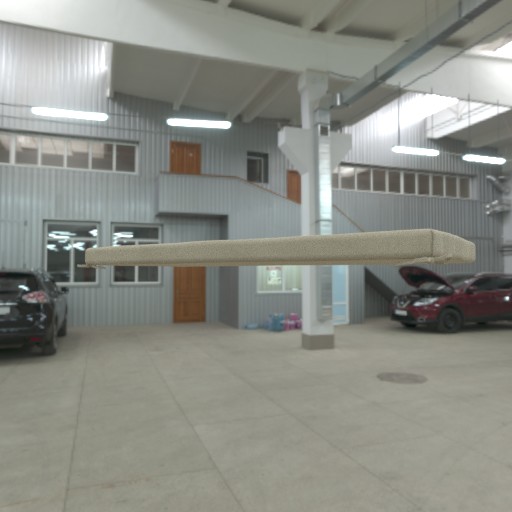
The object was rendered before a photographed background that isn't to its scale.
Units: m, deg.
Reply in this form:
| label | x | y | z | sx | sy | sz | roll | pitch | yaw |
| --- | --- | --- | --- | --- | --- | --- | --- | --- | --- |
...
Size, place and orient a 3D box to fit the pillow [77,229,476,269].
| label | x | y | z | sx | sy | sz | roll | pitch | yaw |
| --- | --- | --- | --- | --- | --- | --- | --- | --- | --- |
| pillow | 0.000 | 0.000 | 1.351 | 1.187 | 0.081 | 0.492 | -2 | -3 | 35 |
